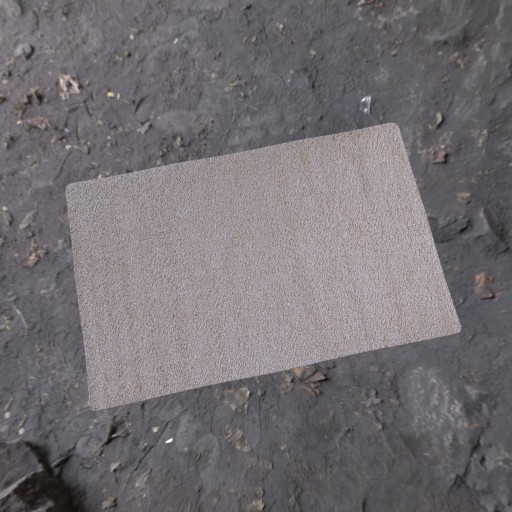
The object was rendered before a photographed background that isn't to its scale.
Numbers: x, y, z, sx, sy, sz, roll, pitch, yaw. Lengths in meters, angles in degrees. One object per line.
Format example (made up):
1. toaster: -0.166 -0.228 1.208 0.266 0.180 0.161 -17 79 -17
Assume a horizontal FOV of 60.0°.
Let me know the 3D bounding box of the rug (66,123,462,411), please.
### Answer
1. rug: 0.000 0.000 2.908 2.349 0.026 1.500 -11 77 -3
